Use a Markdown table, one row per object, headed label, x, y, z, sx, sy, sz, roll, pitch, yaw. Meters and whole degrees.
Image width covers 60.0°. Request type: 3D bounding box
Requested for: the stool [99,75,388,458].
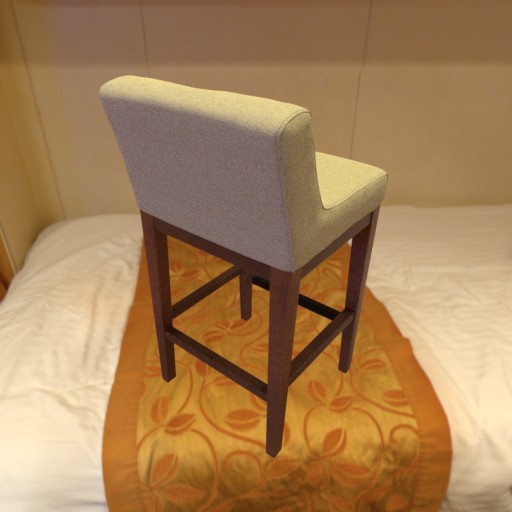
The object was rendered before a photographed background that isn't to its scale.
| label | x | y | z | sx | sy | sz | roll | pitch | yaw |
| --- | --- | --- | --- | --- | --- | --- | --- | --- | --- |
| stool | 0.000 | 0.000 | 1.223 | 0.511 | 0.937 | 0.500 | 23 | 38 | 32 |
